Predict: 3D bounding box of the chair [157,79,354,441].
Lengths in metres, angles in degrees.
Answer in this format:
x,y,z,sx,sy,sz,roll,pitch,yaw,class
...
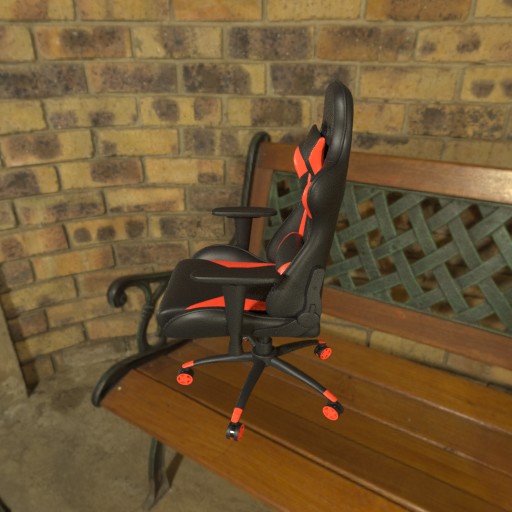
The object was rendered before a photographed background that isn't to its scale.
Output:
x,y,z,sx,sy,sz,roll,pitch,yaw,class
0.000,0.000,1.733,0.730,1.282,0.695,1,26,1,chair
